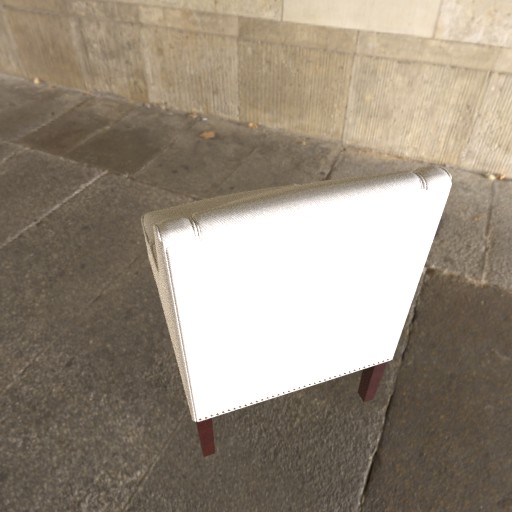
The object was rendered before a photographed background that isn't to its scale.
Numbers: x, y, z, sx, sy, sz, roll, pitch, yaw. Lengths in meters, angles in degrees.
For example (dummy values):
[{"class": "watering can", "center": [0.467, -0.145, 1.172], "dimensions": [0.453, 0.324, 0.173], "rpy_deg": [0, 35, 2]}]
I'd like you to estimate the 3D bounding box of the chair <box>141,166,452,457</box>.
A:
[{"class": "chair", "center": [0.000, 0.000, 1.381], "dimensions": [0.628, 0.872, 0.748], "rpy_deg": [-13, 43, -14]}]
